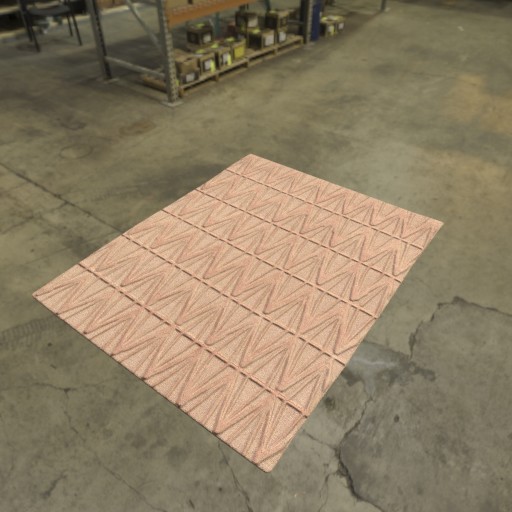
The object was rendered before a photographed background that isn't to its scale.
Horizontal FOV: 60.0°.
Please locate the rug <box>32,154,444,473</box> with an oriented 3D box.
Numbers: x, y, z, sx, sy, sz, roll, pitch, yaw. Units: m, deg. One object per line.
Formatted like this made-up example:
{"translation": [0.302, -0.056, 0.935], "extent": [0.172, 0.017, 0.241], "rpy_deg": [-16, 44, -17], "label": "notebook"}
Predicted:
{"translation": [0.000, 0.000, 4.076], "extent": [2.453, 0.043, 3.052], "rpy_deg": [26, 48, 27], "label": "rug"}
